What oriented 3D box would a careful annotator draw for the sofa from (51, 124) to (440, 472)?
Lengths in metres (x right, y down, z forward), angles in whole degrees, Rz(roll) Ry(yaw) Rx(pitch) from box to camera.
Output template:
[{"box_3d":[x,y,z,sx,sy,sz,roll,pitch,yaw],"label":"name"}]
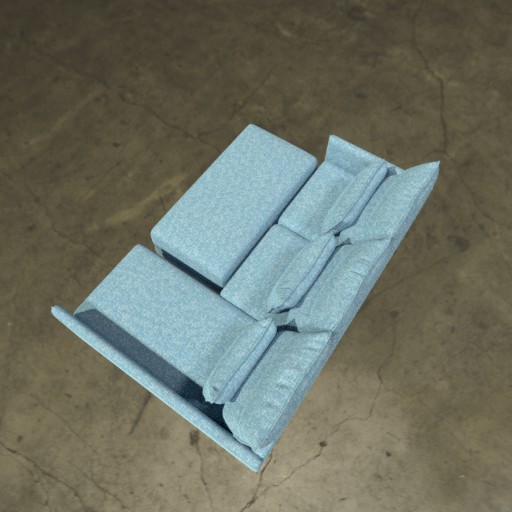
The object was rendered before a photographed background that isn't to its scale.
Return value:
[{"box_3d":[0.000,0.000,2.824,1.420,0.899,2.034,32,67,15],"label":"sofa"}]
